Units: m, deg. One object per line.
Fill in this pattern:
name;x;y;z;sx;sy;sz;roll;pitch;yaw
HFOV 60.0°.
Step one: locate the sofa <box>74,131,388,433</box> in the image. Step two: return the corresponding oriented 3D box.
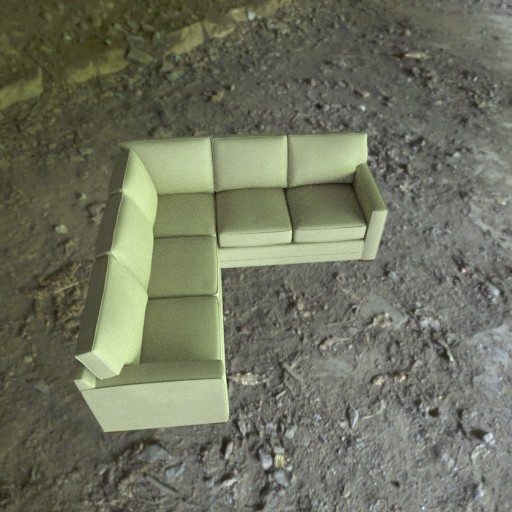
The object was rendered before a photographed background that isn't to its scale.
sofa;0.000;0.000;3.382;2.189;0.939;2.182;-4;46;-3
